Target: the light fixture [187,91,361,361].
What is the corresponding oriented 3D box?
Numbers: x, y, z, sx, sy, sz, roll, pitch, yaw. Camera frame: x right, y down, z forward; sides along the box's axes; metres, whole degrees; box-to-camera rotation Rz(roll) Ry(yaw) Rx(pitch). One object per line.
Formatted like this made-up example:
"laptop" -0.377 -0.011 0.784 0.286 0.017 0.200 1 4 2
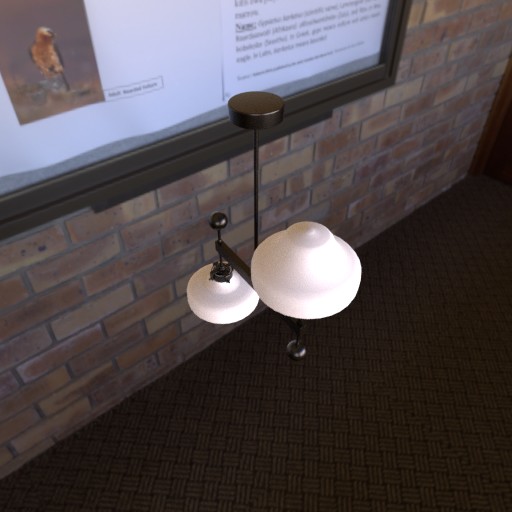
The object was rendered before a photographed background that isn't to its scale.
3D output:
"light fixture" 0.000 0.000 1.044 0.489 0.743 0.422 12 43 13
